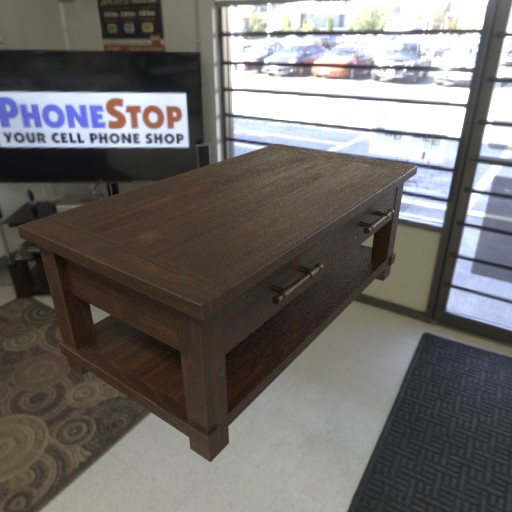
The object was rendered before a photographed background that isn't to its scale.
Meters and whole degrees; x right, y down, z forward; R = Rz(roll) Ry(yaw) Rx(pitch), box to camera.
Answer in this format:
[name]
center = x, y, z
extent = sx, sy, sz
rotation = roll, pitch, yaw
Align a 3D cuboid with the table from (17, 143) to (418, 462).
[table]
center = 0.000, 0.000, 1.593
extent = 0.700, 0.494, 1.270
rotation = 18, 32, 32
